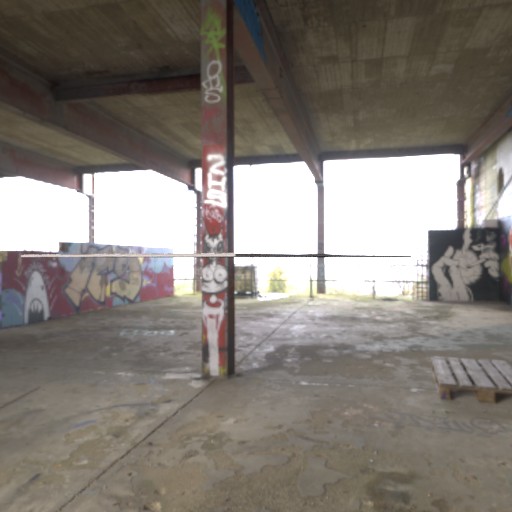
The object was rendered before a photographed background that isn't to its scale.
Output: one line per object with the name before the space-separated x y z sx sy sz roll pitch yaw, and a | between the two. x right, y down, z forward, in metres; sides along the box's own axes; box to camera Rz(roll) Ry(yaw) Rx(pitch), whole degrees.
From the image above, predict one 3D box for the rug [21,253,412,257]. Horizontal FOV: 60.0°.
rug | 0.000 0.000 1.071 0.515 0.007 0.867 0 0 34
